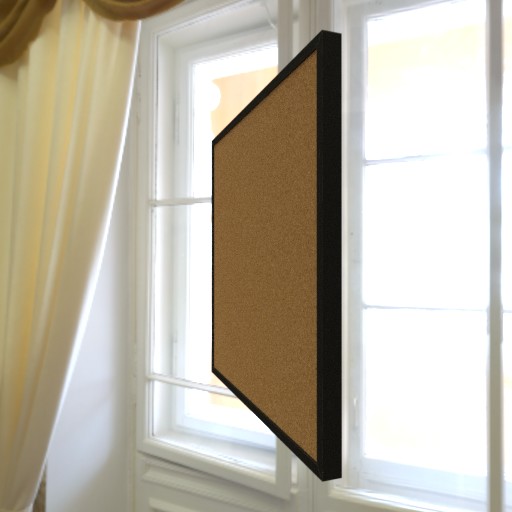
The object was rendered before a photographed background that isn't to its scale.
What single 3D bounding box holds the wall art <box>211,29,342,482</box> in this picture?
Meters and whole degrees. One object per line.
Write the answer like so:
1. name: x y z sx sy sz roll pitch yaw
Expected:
1. wall art: 0.000 0.000 1.109 0.037 0.761 0.761 0 0 -20
